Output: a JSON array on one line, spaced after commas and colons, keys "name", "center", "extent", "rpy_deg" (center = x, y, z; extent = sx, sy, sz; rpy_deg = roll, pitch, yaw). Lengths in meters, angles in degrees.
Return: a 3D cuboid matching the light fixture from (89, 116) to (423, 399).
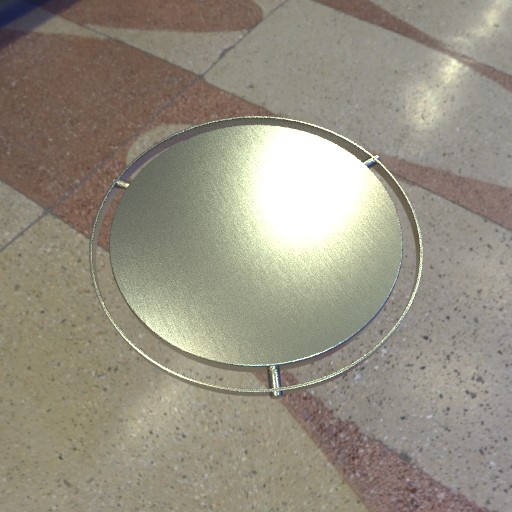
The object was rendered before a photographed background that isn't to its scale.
[{"name": "light fixture", "center": [0.000, 0.000, 0.539], "extent": [0.361, 0.130, 0.361], "rpy_deg": [0, 58, 0]}]
